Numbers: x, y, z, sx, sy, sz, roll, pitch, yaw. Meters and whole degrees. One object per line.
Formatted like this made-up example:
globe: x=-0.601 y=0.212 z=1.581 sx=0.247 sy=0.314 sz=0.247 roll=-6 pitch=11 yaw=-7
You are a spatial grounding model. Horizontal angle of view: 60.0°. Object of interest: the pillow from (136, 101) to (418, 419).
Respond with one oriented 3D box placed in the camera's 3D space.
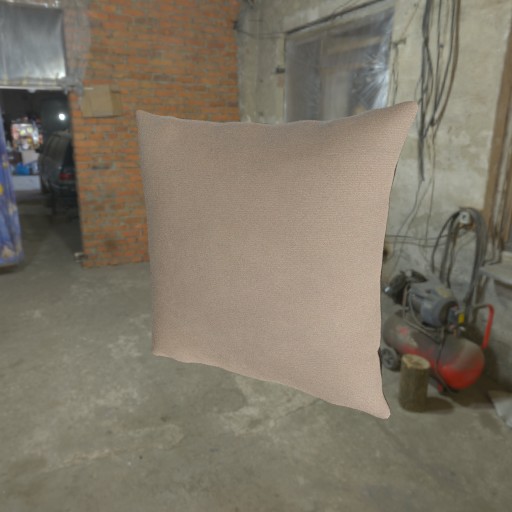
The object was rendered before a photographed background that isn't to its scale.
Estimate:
pillow: x=0.000 y=0.000 z=0.674 sx=0.433 sy=0.434 sz=0.196 roll=8 pitch=17 yaw=26
